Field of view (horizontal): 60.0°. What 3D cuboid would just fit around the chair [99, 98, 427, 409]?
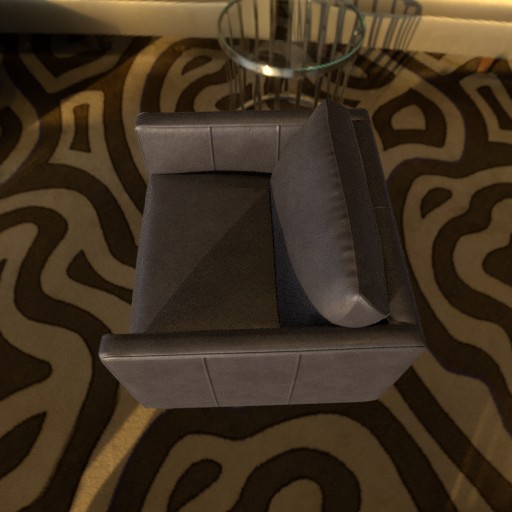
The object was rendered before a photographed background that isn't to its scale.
[{"bbox_3d":[0.000,0.000,1.591,0.862,0.811,0.939,-2,58,-1],"label":"chair"}]
